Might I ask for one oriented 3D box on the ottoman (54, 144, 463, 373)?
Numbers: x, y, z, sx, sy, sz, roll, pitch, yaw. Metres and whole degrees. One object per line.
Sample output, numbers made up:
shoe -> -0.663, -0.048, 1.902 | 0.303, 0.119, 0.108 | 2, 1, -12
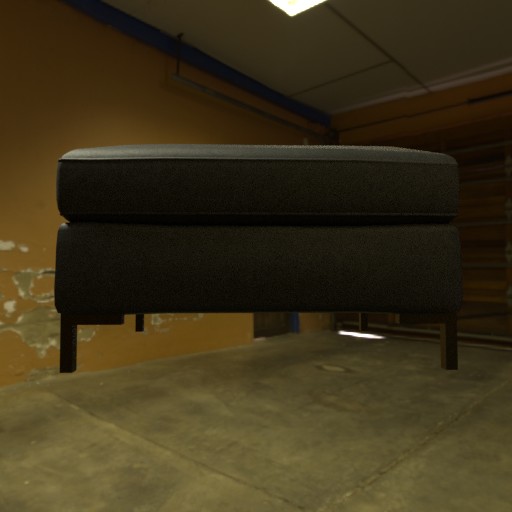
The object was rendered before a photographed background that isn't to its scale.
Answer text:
ottoman -> 0.000, 0.000, 1.740 | 1.187, 0.696, 0.967 | 0, -2, -2
